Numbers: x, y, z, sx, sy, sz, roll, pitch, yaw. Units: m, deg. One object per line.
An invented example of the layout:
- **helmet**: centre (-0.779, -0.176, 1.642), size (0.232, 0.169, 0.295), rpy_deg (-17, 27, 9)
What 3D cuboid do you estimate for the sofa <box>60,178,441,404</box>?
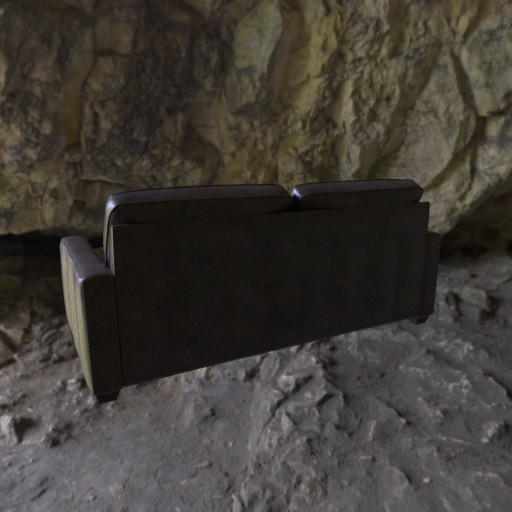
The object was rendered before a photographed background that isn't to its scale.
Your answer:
- **sofa**: centre (0.000, 0.000, 2.631), size (2.081, 0.916, 0.939), rpy_deg (-7, 15, -27)
